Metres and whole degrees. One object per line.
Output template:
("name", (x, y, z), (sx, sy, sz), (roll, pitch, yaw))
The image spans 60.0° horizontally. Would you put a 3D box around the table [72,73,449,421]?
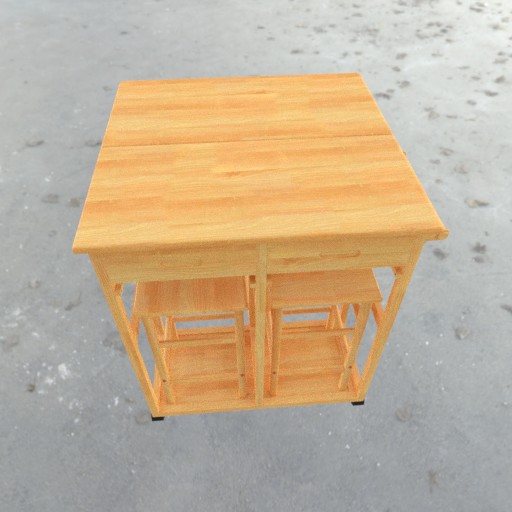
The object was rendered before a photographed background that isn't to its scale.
("table", (0.000, 0.000, 1.386), (0.752, 0.832, 0.693), (-3, 47, -3))
